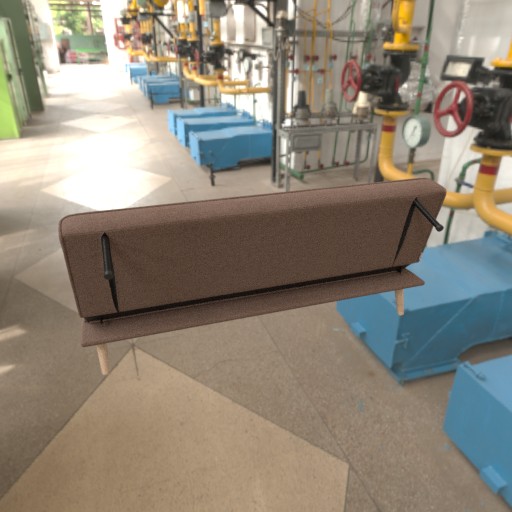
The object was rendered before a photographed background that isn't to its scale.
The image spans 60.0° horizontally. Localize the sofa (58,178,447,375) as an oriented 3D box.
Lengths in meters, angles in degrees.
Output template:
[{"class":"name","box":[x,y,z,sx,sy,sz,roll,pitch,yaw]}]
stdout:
[{"class":"sofa","box":[0.000,0.000,2.381,1.820,0.810,1.038,-8,27,-16]}]
